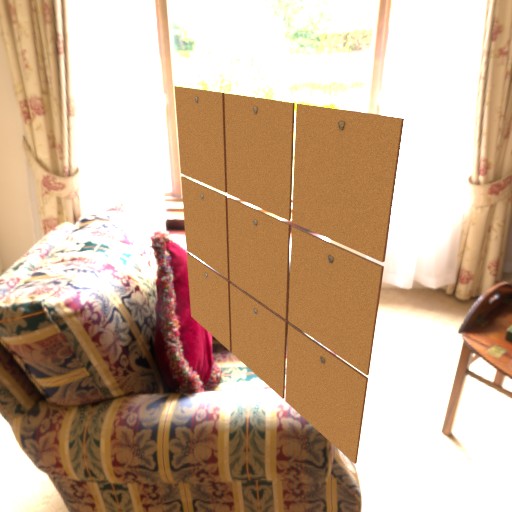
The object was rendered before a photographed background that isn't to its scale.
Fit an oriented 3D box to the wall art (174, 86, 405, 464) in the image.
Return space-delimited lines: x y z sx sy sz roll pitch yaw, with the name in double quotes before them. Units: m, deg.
"wall art" 0.000 0.000 2.264 0.019 1.532 1.533 -18 31 -33
